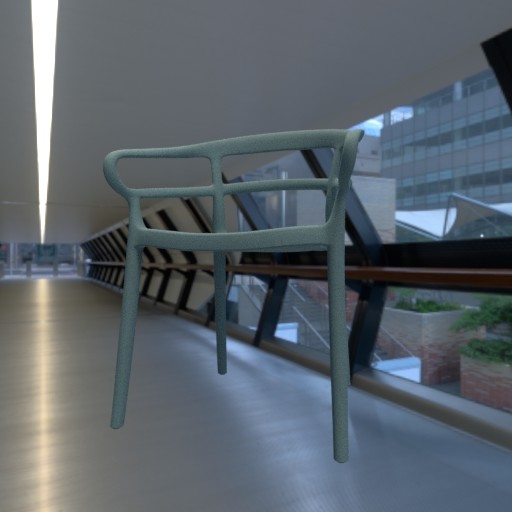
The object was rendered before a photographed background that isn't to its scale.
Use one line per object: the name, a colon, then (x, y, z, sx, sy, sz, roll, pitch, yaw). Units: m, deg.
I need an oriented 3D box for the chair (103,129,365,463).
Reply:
chair: (0.000, 0.000, 1.125, 0.559, 0.761, 0.527, 0, 0, 19)
